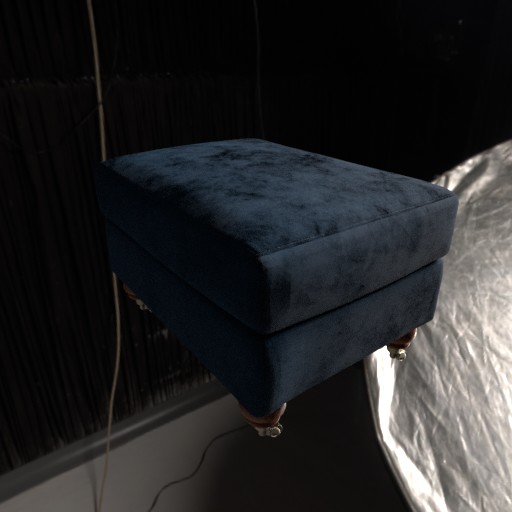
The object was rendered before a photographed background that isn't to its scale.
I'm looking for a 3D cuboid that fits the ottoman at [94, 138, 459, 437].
[{"bbox_3d":[0.000,0.000,1.157,0.572,0.503,0.773,-17,30,-33],"label":"ottoman"}]
